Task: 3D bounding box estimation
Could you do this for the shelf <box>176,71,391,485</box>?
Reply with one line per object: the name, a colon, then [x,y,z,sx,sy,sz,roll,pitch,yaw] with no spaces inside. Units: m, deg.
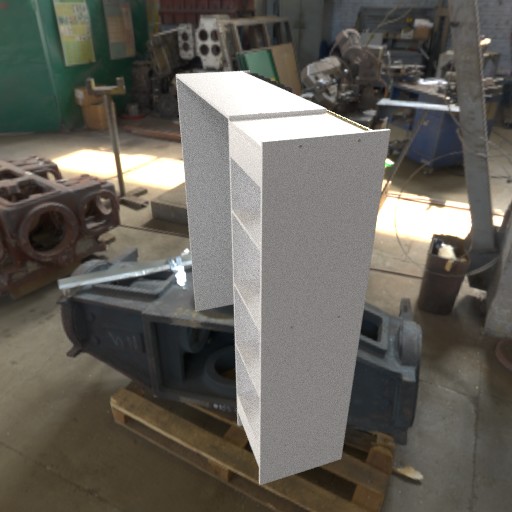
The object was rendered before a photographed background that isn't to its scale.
shelf: [0.000,0.000,2.596,0.500,1.810,1.600,-10,31,-16]
